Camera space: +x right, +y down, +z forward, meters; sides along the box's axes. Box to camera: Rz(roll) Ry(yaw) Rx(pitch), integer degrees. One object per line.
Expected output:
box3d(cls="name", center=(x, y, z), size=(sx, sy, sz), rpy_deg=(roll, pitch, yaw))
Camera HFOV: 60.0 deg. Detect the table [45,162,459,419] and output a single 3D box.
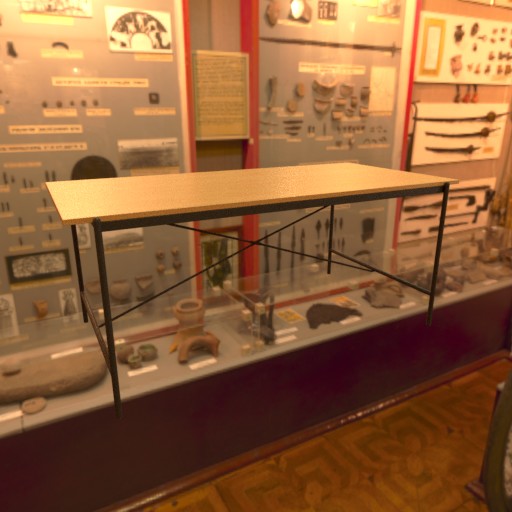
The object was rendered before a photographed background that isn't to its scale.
box3d(cls="table", center=(0.000, 0.000, 2.248), size=(1.800, 0.758, 0.900), rpy_deg=(-9, 20, -26))
